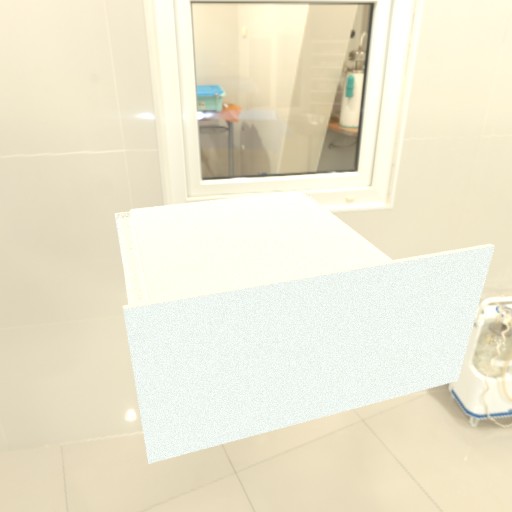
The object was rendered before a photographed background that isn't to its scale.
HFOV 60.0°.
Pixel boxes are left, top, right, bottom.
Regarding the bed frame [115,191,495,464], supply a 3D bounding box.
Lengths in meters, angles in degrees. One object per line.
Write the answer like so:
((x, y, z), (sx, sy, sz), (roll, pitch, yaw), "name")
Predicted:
((0.000, 0.000, 2.782), (1.622, 0.800, 1.960), (-9, 28, -16), "bed frame")
